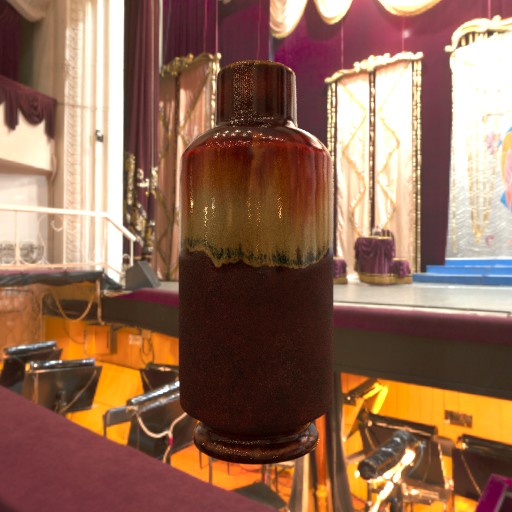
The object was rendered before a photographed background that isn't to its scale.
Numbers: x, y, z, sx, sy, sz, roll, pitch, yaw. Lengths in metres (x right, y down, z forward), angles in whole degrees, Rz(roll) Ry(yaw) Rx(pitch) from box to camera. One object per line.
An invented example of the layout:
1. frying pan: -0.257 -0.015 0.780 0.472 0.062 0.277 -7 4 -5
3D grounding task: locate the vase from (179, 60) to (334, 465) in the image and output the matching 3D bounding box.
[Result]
1. vase: 0.000 0.000 0.321 0.111 0.261 0.111 0 -1 0
